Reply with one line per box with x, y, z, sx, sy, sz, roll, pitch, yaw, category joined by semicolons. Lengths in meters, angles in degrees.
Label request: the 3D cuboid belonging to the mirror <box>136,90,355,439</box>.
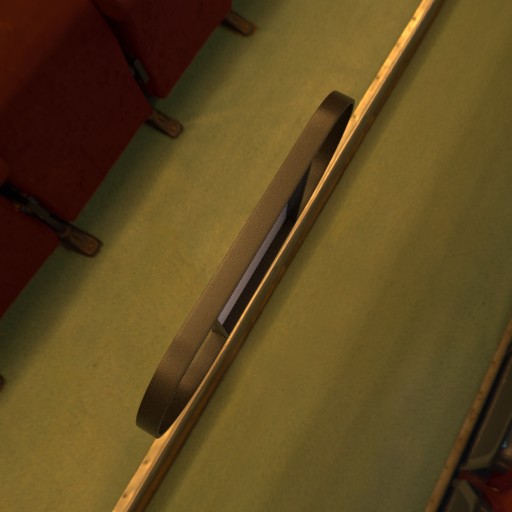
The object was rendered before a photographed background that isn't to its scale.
0.000;0.000;0.679;0.032;0.254;0.584;29;77;8;mirror
